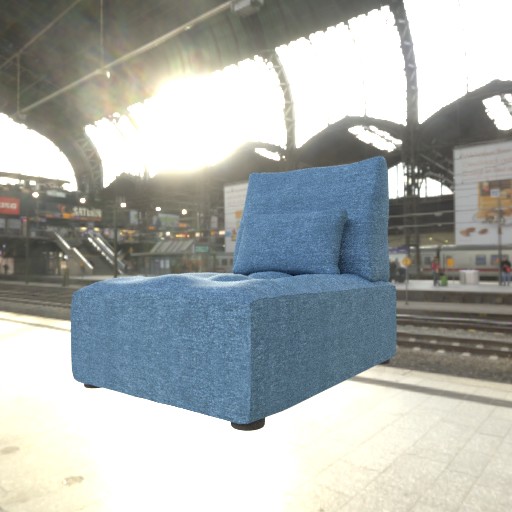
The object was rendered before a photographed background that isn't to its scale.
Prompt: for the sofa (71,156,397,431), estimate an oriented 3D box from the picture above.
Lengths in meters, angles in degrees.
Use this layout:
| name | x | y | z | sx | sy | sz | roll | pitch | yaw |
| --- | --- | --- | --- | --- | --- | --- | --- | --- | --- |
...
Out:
| name | x | y | z | sx | sy | sz | roll | pitch | yaw |
| --- | --- | --- | --- | --- | --- | --- | --- | --- | --- |
| sofa | 0.000 | 0.000 | 1.583 | 0.700 | 0.820 | 1.000 | -1 | -2 | 36 |
